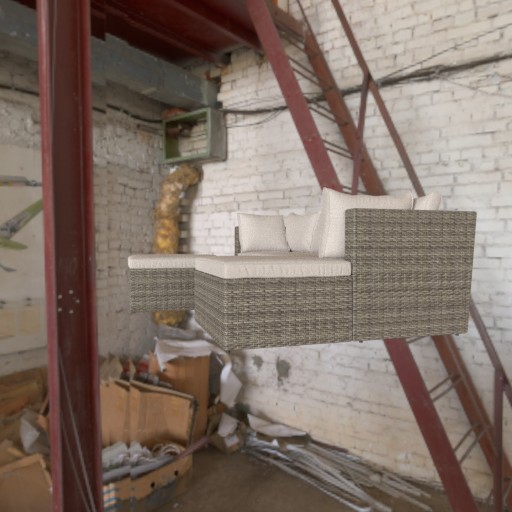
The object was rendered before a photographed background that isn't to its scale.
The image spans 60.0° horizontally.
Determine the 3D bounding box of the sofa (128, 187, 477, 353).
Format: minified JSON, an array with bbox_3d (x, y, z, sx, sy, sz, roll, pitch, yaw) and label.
[{"bbox_3d":[0.000,0.000,3.042,1.662,0.766,2.192,0,2,-17],"label":"sofa"}]
